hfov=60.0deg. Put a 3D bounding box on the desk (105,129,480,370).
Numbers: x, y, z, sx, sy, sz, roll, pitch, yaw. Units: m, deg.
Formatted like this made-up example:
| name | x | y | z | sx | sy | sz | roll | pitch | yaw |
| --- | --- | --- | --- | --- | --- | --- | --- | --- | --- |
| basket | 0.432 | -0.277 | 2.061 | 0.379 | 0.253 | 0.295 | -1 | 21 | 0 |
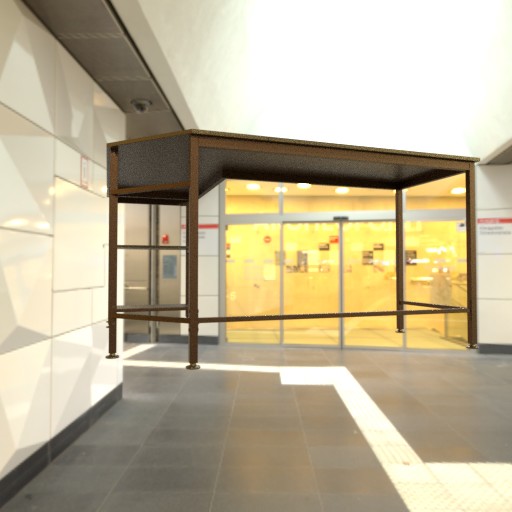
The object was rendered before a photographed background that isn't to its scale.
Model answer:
| name | x | y | z | sx | sy | sz | roll | pitch | yaw |
| --- | --- | --- | --- | --- | --- | --- | --- | --- | --- |
| desk | 0.000 | 0.000 | 2.149 | 1.379 | 0.739 | 1.379 | 1 | -2 | -19 |
